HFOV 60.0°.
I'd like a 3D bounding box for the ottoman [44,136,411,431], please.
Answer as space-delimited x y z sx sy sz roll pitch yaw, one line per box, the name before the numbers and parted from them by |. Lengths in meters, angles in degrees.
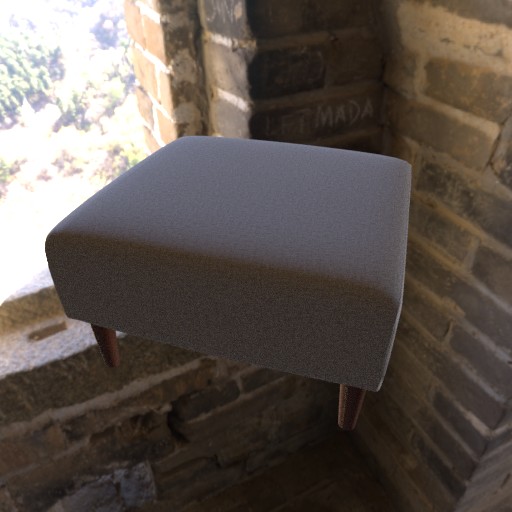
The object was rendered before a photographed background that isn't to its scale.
ottoman | 0.000 0.000 1.070 0.655 0.399 0.648 10 35 15
